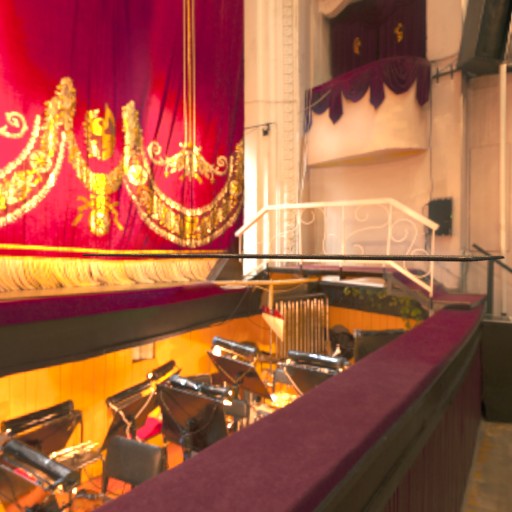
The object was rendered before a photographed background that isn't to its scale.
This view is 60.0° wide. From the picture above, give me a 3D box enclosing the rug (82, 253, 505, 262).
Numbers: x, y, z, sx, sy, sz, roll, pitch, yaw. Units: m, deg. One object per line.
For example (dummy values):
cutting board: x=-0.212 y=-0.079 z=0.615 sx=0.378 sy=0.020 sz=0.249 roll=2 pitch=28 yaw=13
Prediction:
rug: x=0.000 y=0.000 z=2.399 sx=2.276 sy=0.014 sz=0.678 roll=1 pitch=1 yaw=37
